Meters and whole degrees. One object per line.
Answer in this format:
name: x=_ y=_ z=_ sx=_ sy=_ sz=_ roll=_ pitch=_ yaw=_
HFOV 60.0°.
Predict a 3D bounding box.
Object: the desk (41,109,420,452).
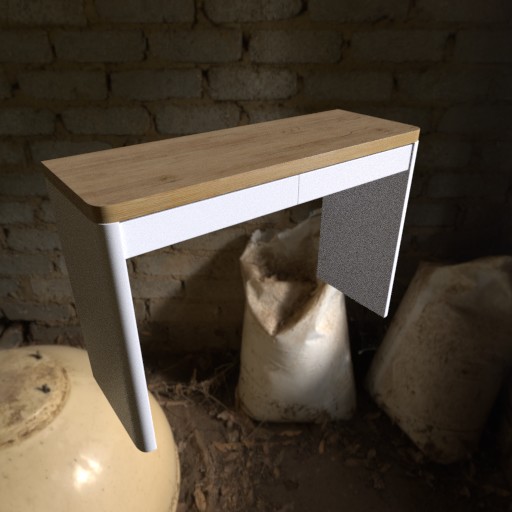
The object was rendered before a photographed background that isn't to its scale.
desk: x=0.000 y=0.000 z=1.485 sx=1.100 sy=0.760 sz=0.390 roll=-21 pitch=35 yaw=-32
